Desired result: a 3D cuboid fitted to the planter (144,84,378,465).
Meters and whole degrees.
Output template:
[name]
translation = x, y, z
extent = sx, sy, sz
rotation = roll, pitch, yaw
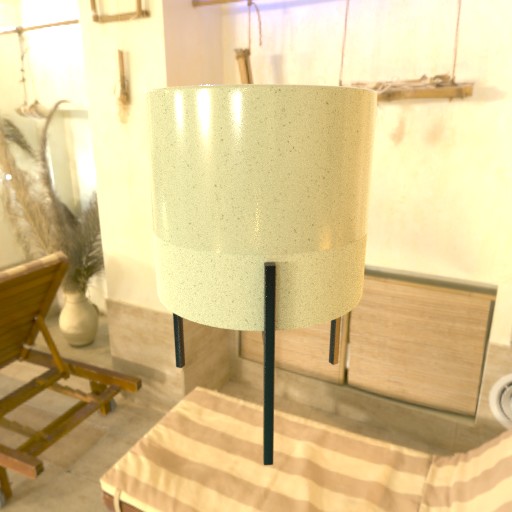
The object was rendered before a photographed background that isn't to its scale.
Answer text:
[planter]
translation = 0.000, 0.000, 0.332
extent = 0.159, 0.230, 0.152
rotation = 9, 19, 26
